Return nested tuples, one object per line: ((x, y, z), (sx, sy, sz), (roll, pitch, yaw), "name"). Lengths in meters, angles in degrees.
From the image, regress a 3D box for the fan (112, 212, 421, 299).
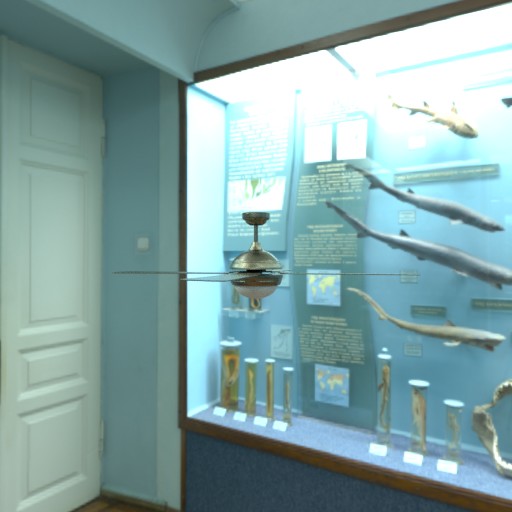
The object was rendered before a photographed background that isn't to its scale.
((0.000, 0.000, 1.982), (1.321, 0.381, 1.321), (0, 0, 34), "fan")
